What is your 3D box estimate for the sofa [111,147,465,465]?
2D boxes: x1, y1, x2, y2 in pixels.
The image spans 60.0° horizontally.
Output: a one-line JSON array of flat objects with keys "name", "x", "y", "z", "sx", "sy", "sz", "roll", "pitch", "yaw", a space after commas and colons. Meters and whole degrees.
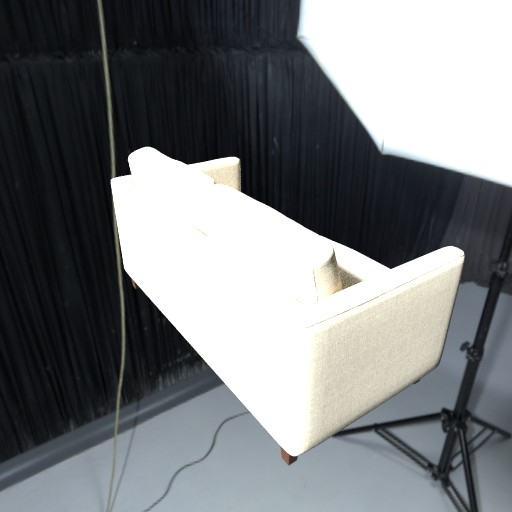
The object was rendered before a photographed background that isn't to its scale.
[{"name": "sofa", "x": 0.000, "y": 0.000, "z": 2.446, "sx": 0.950, "sy": 0.963, "sz": 1.884, "roll": -18, "pitch": 33, "yaw": -30}]
